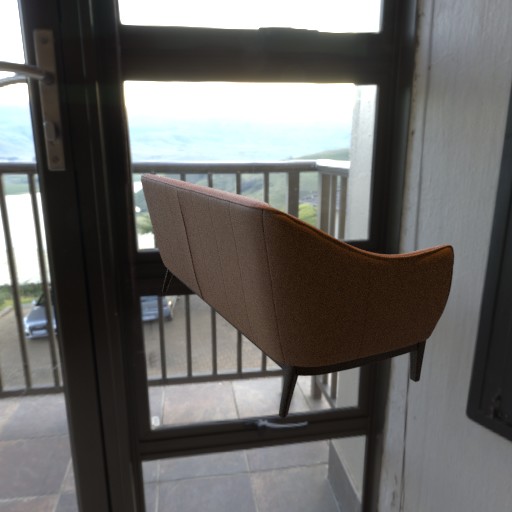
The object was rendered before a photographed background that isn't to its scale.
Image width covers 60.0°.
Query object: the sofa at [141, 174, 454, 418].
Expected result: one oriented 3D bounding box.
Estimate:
[{"bbox_3d":[0.000,0.000,2.455,0.869,0.830,1.928,-7,16,-26],"label":"sofa"}]
